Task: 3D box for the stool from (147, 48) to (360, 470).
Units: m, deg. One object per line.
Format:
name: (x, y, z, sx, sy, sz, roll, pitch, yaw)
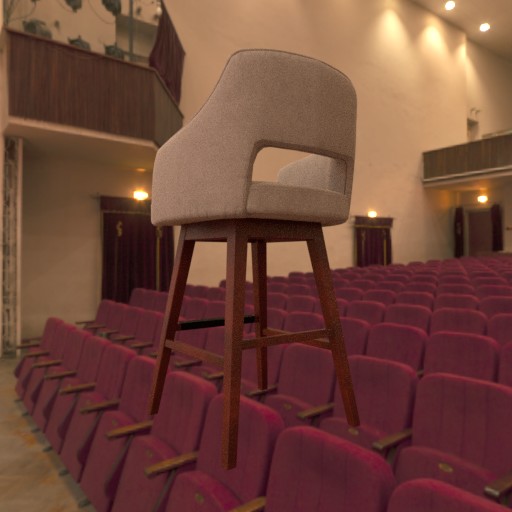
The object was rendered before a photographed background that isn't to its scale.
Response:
stool: (0.000, 0.000, 1.349, 0.548, 1.012, 0.558, 0, 0, -36)
